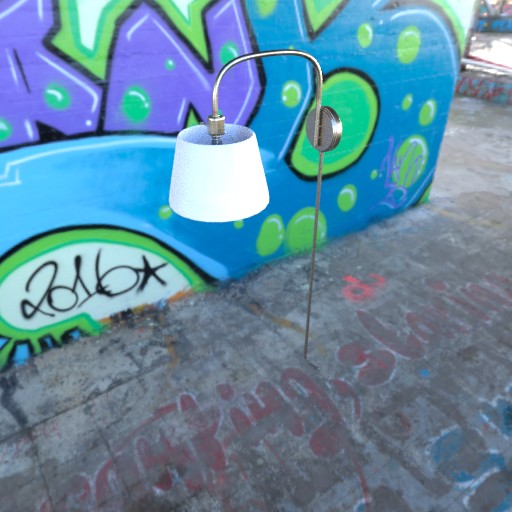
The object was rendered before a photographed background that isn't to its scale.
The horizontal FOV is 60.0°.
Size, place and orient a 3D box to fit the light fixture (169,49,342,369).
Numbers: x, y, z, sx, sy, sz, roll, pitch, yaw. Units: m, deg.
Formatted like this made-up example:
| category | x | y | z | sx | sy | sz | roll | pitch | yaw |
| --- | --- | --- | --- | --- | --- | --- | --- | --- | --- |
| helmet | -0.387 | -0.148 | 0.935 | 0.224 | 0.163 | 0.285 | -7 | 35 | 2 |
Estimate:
| category | x | y | z | sx | sy | sz | roll | pitch | yaw |
| --- | --- | --- | --- | --- | --- | --- | --- | --- | --- |
| light fixture | 0.000 | 0.000 | 0.473 | 0.176 | 0.399 | 0.092 | -21 | 38 | -30 |
